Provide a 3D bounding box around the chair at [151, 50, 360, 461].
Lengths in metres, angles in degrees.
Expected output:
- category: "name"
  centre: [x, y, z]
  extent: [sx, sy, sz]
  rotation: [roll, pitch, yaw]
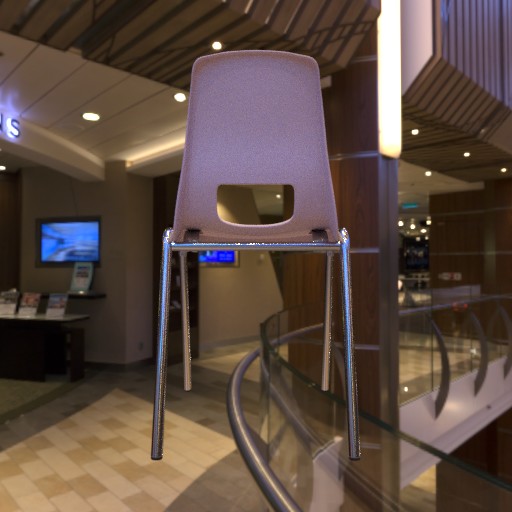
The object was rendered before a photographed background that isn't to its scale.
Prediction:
- category: "chair"
  centre: [0.000, 0.000, 0.967]
  extent: [0.381, 0.704, 0.436]
  rotation: [0, -1, 0]
